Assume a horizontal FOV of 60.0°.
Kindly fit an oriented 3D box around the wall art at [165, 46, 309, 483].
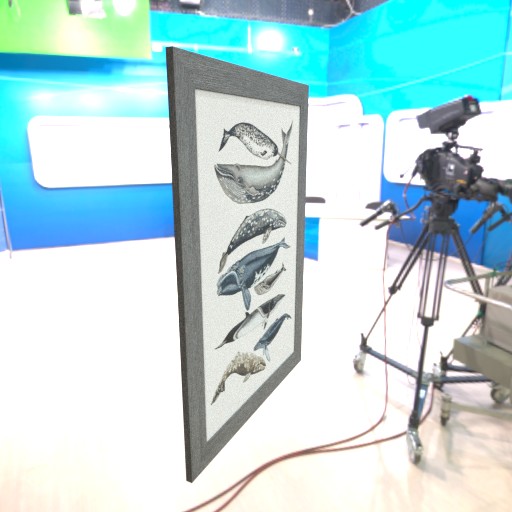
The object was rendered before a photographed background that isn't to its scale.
[{"bbox_3d":[0.000,0.000,1.377,0.020,1.070,0.768,8,17,27],"label":"wall art"}]
